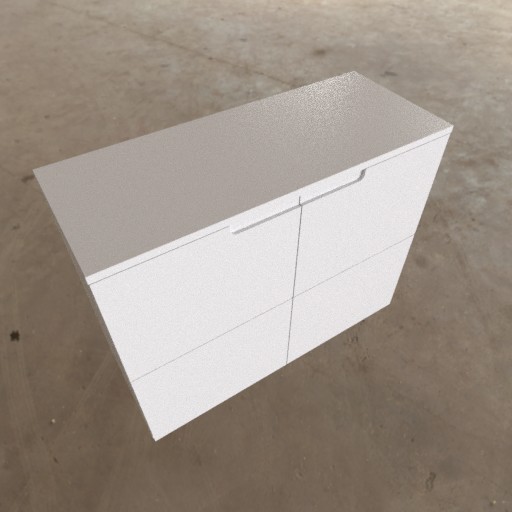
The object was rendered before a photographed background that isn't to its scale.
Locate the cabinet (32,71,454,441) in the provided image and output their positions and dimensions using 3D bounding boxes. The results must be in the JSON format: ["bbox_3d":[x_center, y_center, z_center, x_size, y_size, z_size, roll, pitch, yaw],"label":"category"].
[{"bbox_3d":[0.000,0.000,1.405,1.000,0.800,0.400,-25,51,-22],"label":"cabinet"}]
